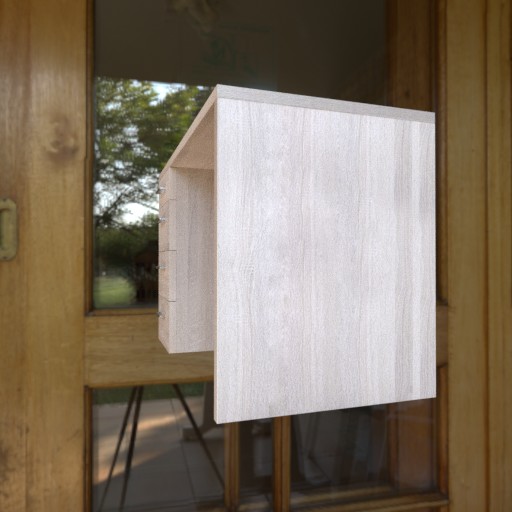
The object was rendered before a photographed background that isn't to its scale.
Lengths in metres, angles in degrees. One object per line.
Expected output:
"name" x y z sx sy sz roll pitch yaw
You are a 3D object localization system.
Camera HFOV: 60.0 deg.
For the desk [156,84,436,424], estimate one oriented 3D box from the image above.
"desk" 0.000 0.000 1.562 0.600 0.731 1.100 0 -1 -19
